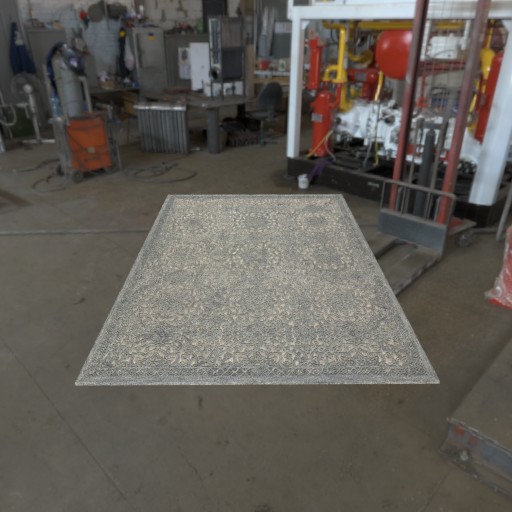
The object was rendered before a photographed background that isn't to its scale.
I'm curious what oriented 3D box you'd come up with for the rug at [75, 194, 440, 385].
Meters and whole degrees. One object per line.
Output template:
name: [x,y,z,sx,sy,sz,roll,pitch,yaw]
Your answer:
rug: [0.000,0.000,2.273,1.208,0.012,1.819,0,28,0]
